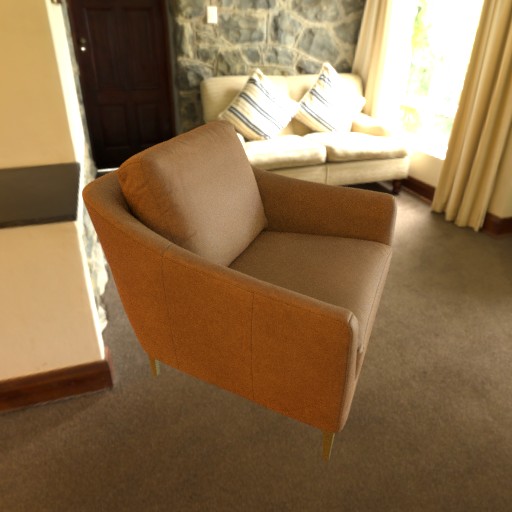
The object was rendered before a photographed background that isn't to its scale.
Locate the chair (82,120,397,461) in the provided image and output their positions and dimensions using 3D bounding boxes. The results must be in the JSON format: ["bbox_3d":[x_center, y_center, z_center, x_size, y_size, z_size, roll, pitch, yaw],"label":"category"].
[{"bbox_3d":[0.000,0.000,1.719,0.963,0.895,0.988,11,30,19],"label":"chair"}]
